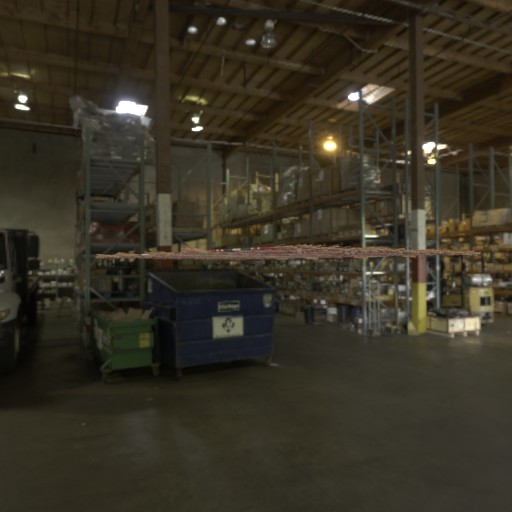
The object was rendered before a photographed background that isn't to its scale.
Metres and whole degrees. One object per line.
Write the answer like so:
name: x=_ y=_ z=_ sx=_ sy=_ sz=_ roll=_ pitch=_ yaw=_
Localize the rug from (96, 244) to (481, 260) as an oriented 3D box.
rug: x=0.000 y=0.000 z=3.106 sx=1.778 sy=0.048 sz=2.450 roll=1 pitch=-2 yaw=-36
